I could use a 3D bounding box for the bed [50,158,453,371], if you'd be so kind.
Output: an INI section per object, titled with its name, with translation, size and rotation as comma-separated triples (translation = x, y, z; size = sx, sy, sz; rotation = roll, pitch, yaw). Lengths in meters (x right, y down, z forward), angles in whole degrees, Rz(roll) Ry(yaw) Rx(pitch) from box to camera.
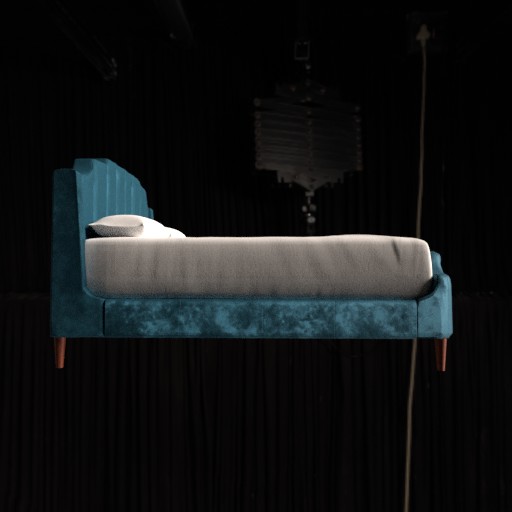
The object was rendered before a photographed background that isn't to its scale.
[bed]
translation = 0.000, 0.000, 3.344
size = 2.322, 1.338, 1.678
rotation = 0, -2, 2
